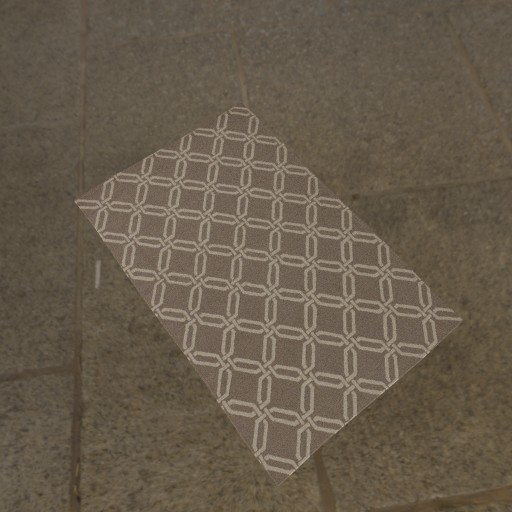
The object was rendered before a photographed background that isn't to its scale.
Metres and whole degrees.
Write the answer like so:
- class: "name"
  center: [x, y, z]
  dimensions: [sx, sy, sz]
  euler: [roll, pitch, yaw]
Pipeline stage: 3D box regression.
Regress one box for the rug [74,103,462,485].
- class: "rug"
  center: [0.000, 0.000, 2.240]
  dimensions: [1.142, 0.010, 1.748]
  euler: [-35, 69, -15]
